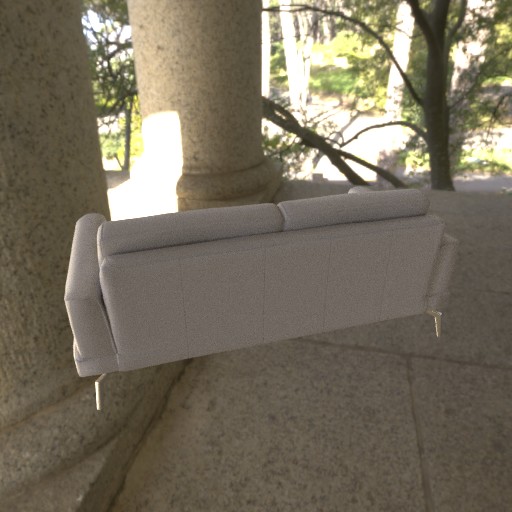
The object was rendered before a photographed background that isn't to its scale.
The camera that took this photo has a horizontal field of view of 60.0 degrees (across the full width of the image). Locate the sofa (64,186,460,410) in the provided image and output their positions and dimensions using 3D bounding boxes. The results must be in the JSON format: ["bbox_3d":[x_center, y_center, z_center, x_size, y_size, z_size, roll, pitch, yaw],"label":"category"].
[{"bbox_3d":[0.000,0.000,2.755,2.177,0.930,1.121,-8,28,-15],"label":"sofa"}]
